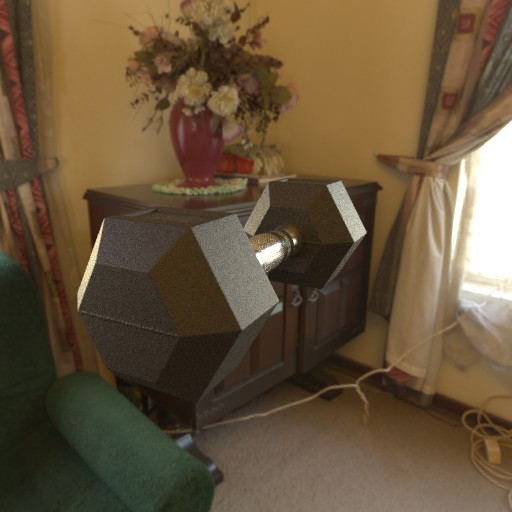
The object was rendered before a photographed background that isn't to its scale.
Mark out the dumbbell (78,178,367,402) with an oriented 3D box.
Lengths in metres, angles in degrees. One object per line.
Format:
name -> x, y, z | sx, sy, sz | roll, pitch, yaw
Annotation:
dumbbell -> 0.000, 0.000, 0.359 | 0.116, 0.101, 0.297 | 8, 17, 26
